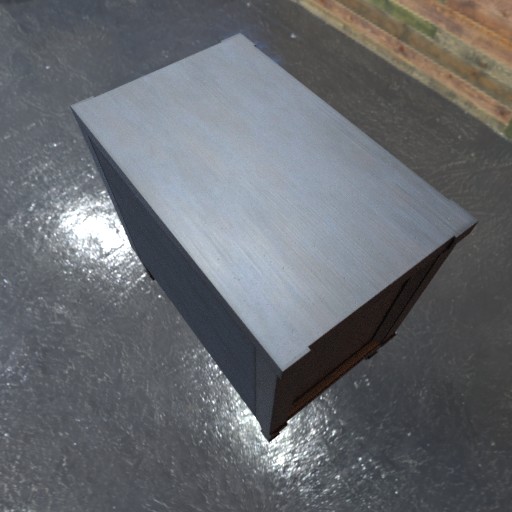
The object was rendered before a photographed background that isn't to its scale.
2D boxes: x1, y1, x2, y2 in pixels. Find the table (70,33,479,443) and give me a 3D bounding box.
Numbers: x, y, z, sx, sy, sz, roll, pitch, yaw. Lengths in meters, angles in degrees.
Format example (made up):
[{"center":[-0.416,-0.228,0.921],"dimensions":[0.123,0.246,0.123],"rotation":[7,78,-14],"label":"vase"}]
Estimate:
[{"center":[0.000,0.000,1.070],"dimensions":[0.413,0.660,0.660],"rotation":[-33,64,-19],"label":"table"}]
